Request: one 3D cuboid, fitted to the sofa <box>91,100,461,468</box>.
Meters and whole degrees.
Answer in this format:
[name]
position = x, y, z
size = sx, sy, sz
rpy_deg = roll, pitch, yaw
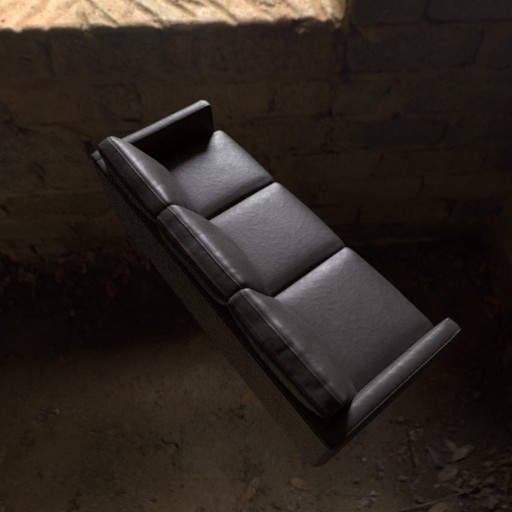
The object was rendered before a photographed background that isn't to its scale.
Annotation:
[sofa]
position = 0.000, 0.000, 2.999
size = 1.045, 1.006, 2.464
rpy_deg = -34, 63, -20
